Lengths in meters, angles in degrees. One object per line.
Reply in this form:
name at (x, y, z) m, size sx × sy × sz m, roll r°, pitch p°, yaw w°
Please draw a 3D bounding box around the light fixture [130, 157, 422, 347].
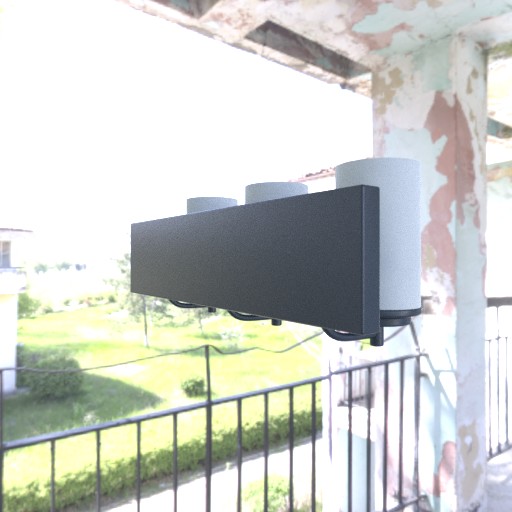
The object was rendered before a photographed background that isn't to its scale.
light fixture at (0.000, 0.000, 0.532) m, size 0.145 × 0.172 × 0.451 m, roll 0°, pitch 0°, yaw -36°
